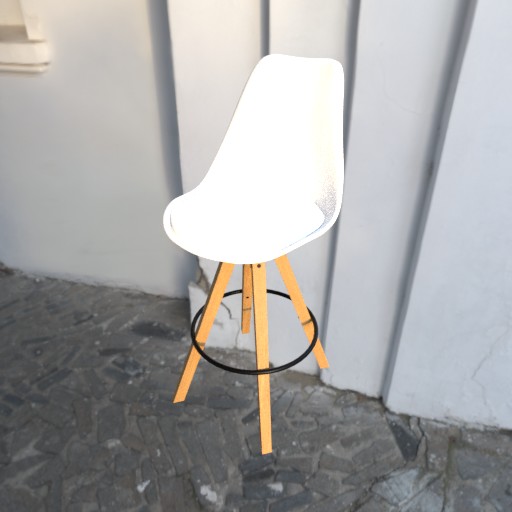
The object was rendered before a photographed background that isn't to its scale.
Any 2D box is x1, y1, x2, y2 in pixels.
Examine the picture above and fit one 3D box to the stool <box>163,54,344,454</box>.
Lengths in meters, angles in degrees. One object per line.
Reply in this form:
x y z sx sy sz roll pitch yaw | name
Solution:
0.000 0.000 1.414 0.482 1.115 0.549 19 36 27 | stool
